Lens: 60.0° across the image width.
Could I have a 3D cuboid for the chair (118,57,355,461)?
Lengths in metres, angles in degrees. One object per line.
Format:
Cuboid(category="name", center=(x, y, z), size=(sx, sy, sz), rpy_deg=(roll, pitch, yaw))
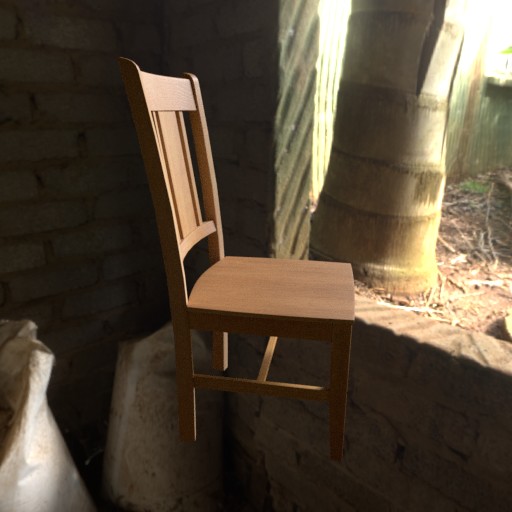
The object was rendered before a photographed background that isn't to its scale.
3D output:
Cuboid(category="chair", center=(0.000, 0.000, 1.257), size=(0.556, 0.998, 0.450), rpy_deg=(3, 19, 10))
